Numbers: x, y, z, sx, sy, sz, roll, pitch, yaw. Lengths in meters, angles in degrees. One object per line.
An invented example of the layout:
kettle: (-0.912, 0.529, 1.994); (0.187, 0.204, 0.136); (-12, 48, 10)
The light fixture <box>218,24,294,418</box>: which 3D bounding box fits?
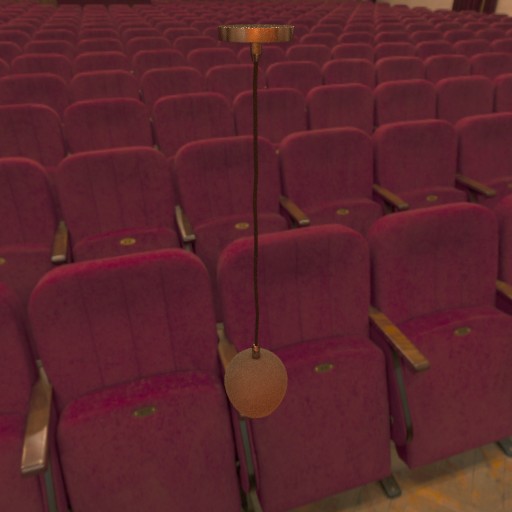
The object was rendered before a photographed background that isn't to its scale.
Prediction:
light fixture: (0.000, 0.000, 0.829); (0.139, 0.764, 0.139); (-9, 31, -15)
